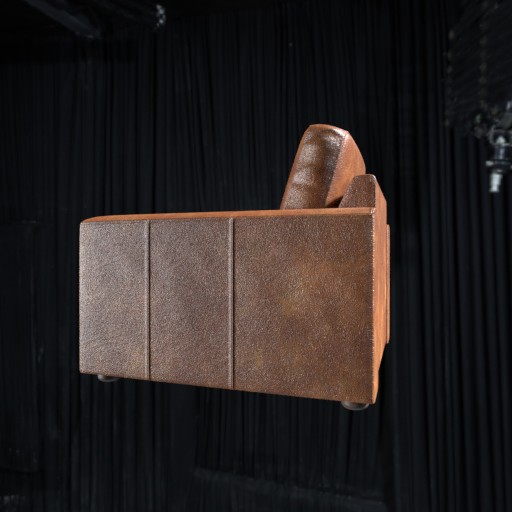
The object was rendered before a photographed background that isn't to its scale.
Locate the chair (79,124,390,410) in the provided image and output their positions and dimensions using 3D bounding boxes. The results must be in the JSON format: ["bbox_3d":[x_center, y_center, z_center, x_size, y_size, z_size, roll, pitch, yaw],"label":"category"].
[{"bbox_3d":[0.000,0.000,1.821,1.016,0.873,1.005,0,1,19],"label":"chair"}]
